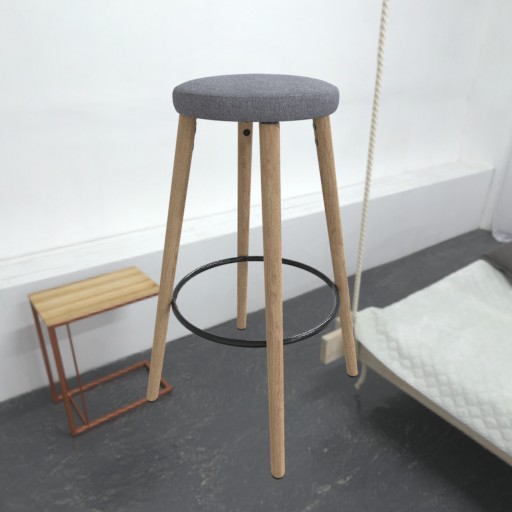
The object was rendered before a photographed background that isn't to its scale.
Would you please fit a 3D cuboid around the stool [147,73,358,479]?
[{"bbox_3d":[0.000,0.000,1.012,0.410,0.770,0.410,17,31,31],"label":"stool"}]
